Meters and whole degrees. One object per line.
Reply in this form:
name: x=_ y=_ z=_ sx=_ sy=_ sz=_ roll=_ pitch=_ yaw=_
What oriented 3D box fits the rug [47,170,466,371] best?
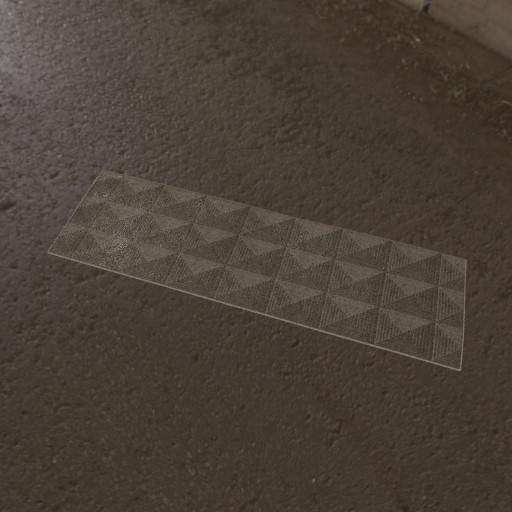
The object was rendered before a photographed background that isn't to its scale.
rug: x=0.000 y=0.000 z=2.387 sx=2.182 sy=0.015 sz=0.645 roll=15 pitch=58 yaw=10
